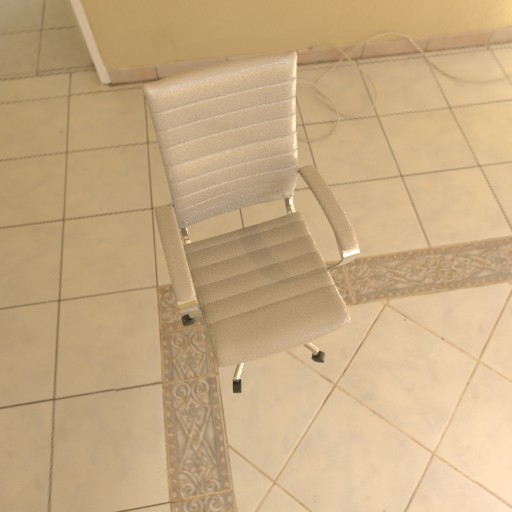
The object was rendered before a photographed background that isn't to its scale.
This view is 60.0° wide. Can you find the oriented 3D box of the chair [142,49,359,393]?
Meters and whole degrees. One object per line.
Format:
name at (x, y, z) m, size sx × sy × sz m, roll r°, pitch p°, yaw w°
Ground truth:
chair at (0.000, 0.000, 1.589) m, size 0.679 × 1.149 × 0.667 m, roll -17°, pitch 63°, yaw -9°
